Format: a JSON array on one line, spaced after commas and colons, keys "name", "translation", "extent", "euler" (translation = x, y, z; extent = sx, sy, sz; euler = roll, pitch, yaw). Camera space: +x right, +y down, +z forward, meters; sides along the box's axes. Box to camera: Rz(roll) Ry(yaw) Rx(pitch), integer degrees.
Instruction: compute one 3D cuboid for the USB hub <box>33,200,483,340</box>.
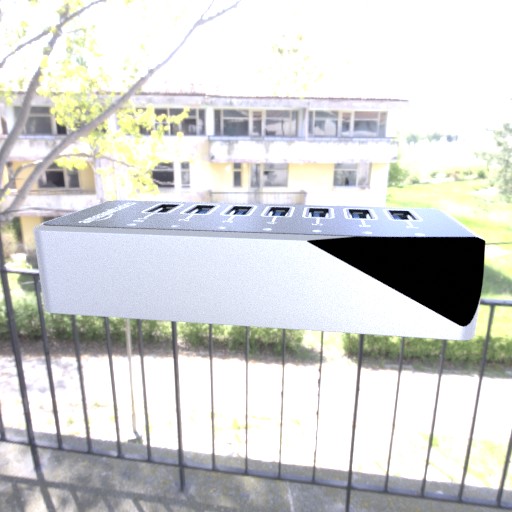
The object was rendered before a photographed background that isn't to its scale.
[{"name": "USB hub", "translation": [0.000, 0.000, 0.126], "extent": [0.110, 0.023, 0.044], "euler": [2, 16, 8]}]
